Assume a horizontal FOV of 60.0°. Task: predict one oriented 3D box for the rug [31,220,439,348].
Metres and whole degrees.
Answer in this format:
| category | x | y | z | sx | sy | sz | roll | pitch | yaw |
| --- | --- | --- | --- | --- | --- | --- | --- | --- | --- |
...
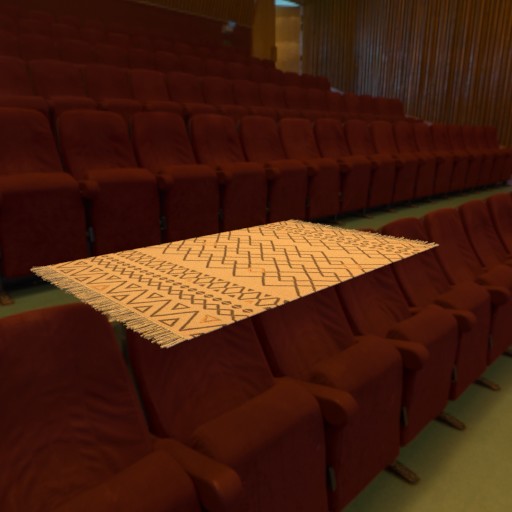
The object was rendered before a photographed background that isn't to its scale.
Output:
| category | x | y | z | sx | sy | sz | roll | pitch | yaw |
| --- | --- | --- | --- | --- | --- | --- | --- | --- | --- |
| rug | 0.000 | 0.000 | 2.492 | 2.023 | 0.028 | 1.224 | -14 | 20 | -43 |
